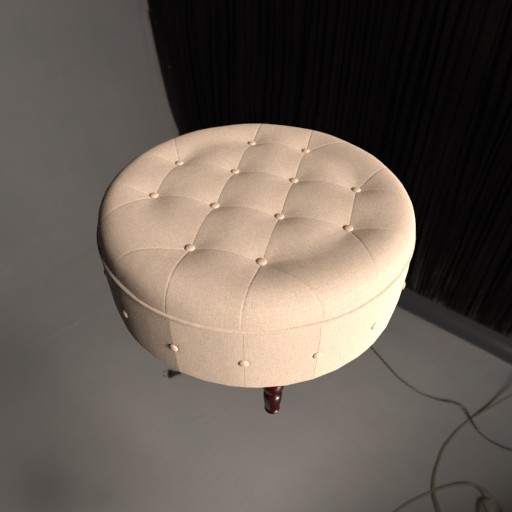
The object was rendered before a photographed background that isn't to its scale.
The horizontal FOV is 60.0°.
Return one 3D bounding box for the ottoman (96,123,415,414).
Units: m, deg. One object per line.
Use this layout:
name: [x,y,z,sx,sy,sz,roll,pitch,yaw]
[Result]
ottoman: [0.000,0.000,1.332,0.848,0.494,0.848,0,42,0]
